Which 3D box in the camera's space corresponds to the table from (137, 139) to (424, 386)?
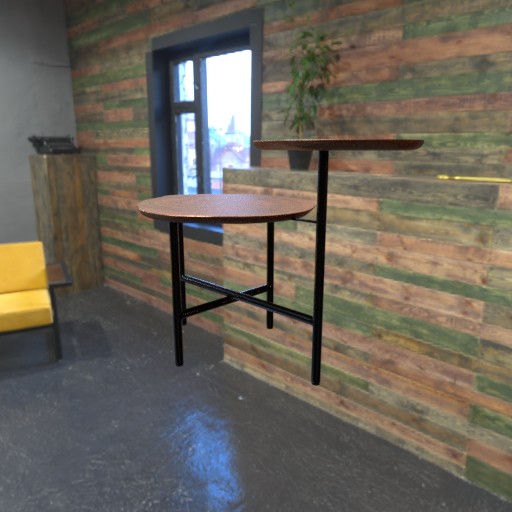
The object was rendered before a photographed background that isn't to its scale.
[{"bbox_3d":[0.000,0.000,1.076,0.442,0.538,0.759,-13,19,-43],"label":"table"}]
